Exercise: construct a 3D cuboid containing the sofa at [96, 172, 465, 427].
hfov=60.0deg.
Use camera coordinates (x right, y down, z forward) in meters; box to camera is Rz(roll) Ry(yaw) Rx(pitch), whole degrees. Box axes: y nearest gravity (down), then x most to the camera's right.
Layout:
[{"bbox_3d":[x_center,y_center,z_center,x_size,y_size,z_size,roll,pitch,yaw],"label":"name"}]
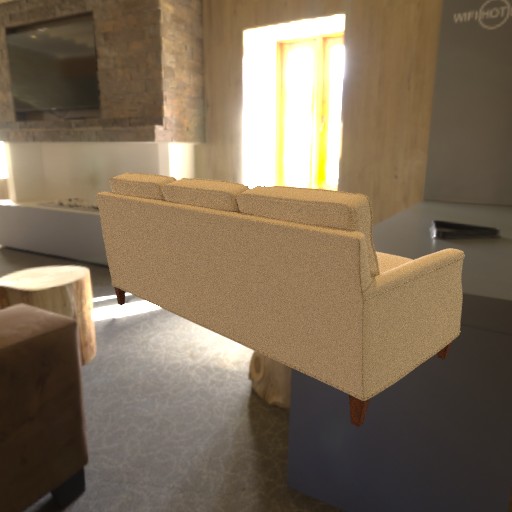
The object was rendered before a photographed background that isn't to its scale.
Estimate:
[{"bbox_3d":[0.000,0.000,2.833,1.084,1.003,2.246,-14,20,-43],"label":"sofa"}]
